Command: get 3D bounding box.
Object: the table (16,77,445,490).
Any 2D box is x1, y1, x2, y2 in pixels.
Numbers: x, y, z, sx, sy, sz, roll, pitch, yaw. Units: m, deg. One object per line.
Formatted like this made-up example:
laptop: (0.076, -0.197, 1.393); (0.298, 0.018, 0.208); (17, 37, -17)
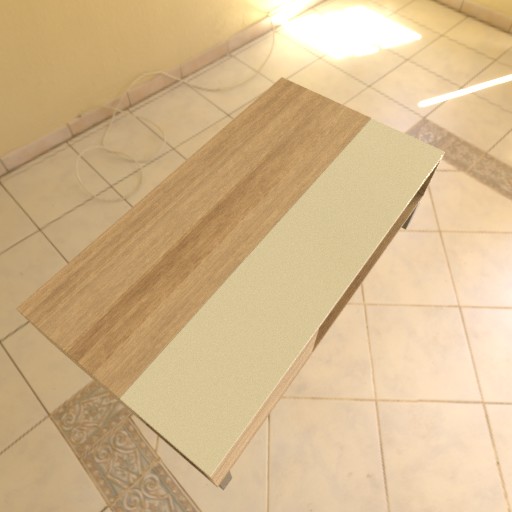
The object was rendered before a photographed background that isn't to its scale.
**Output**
table: (0.000, 0.000, 1.339); (0.600, 0.350, 1.100); (32, 63, 19)
